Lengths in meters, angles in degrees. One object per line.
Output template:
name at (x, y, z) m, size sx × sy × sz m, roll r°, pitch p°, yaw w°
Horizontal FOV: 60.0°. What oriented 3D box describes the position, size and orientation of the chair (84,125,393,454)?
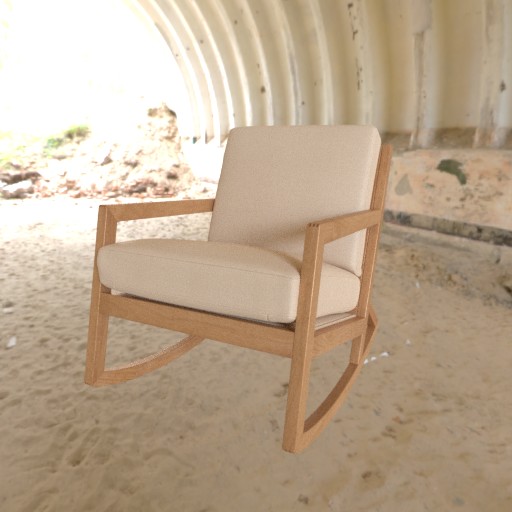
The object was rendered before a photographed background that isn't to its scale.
chair at (0.000, 0.000, 1.372) m, size 0.622 × 0.790 × 0.857 m, roll 7°, pitch 17°, yaw 26°
